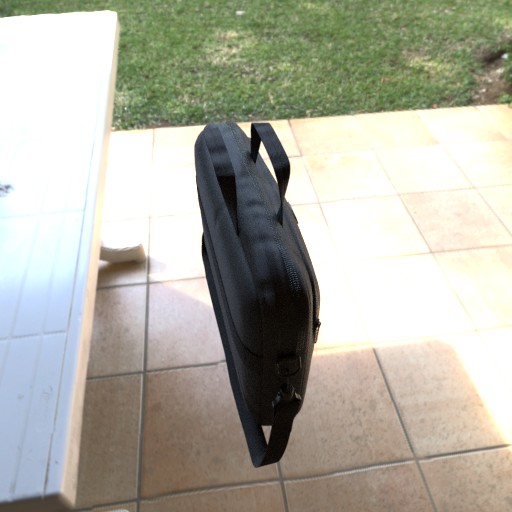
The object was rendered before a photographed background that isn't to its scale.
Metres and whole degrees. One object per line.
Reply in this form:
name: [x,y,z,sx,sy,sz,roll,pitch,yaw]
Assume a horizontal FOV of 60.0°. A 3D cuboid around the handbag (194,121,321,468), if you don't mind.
handbag: [0.000,0.000,0.434,0.089,0.244,0.320,-10,47,-10]
